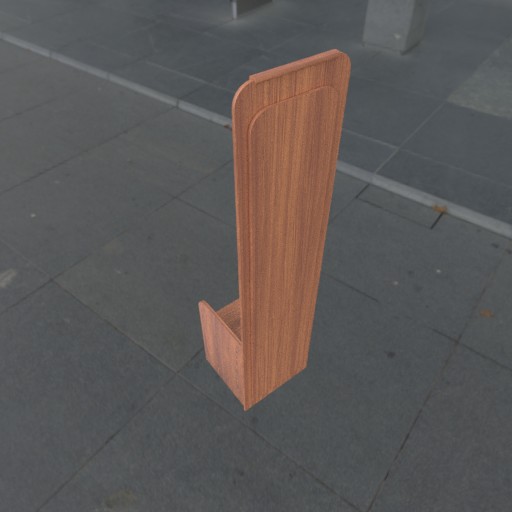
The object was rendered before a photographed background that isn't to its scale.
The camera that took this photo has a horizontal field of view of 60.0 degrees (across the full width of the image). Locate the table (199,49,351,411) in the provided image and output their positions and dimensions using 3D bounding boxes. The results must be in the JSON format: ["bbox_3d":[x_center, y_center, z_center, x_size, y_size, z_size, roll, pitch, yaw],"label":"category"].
[{"bbox_3d":[0.000,0.000,1.997,0.450,1.830,0.420,-28,51,-26],"label":"table"}]
